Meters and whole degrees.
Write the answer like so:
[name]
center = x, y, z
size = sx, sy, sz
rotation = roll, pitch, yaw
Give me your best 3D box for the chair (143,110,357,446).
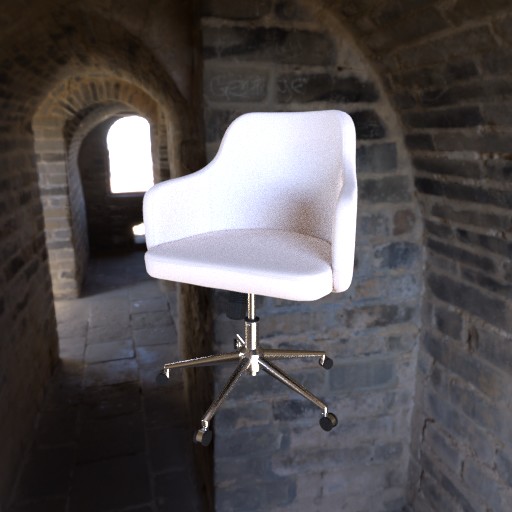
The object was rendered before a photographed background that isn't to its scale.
[chair]
center = 0.000, 0.000, 1.266
size = 0.602, 0.819, 0.647
rotation = 7, 16, 25
